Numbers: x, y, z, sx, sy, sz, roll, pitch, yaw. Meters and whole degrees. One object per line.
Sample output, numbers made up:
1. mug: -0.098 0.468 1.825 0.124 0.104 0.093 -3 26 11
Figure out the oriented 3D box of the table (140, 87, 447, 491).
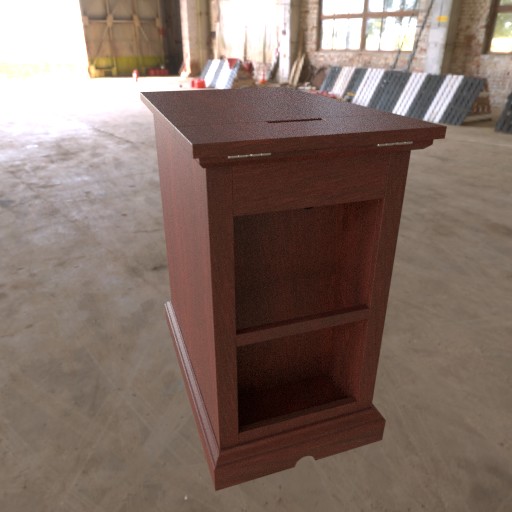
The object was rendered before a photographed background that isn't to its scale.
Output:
1. table: 0.000 0.000 0.941 0.356 0.612 0.584 -9 27 -17
